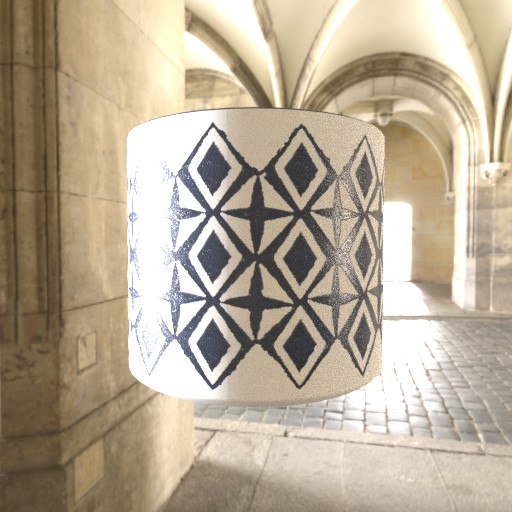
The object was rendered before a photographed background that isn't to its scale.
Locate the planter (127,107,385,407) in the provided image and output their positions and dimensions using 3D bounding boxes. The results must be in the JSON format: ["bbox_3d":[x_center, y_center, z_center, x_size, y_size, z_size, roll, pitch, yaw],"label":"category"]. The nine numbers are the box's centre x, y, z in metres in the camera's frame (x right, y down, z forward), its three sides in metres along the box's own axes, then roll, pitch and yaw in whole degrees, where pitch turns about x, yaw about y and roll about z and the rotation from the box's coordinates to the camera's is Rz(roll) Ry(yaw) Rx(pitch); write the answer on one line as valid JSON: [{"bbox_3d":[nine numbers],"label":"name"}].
[{"bbox_3d":[0.000,0.000,0.286,0.159,0.144,0.159,0,2,0],"label":"planter"}]
